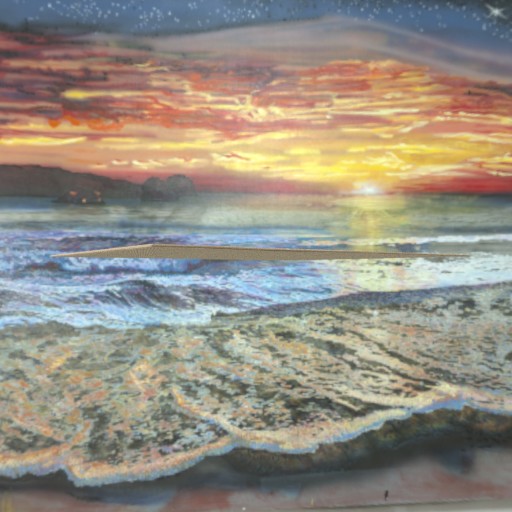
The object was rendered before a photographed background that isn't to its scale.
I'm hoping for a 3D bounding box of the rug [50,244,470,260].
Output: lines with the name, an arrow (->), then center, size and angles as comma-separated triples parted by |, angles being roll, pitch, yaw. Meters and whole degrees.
rug -> 0.000, 0.000, 3.888 | 2.895, 0.018, 2.288 | 1, -2, -36
